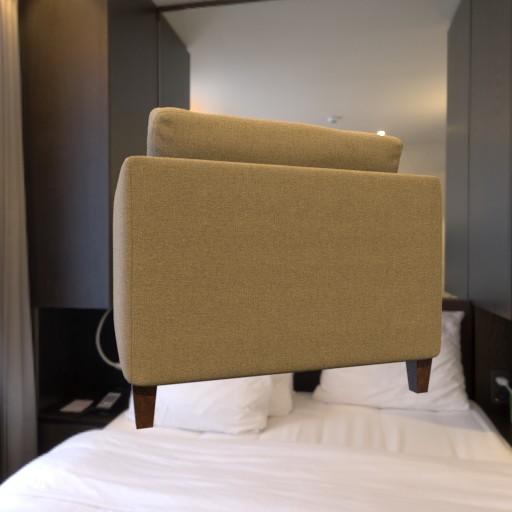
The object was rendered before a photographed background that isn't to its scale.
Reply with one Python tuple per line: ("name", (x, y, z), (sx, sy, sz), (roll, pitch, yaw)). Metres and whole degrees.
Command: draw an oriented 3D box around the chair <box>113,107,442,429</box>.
("chair", (0.000, 0.000, 1.819), (1.107, 0.963, 0.959), (0, 1, -19))
